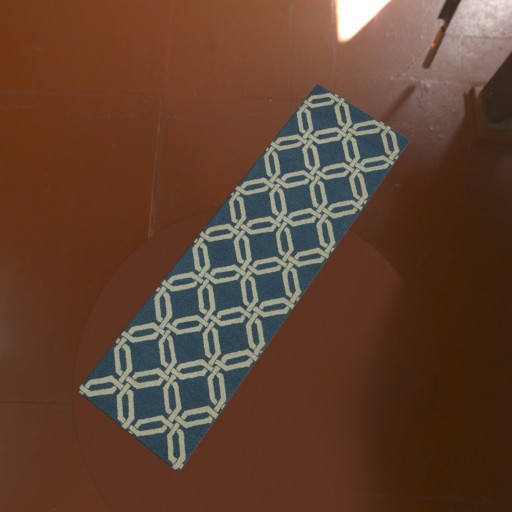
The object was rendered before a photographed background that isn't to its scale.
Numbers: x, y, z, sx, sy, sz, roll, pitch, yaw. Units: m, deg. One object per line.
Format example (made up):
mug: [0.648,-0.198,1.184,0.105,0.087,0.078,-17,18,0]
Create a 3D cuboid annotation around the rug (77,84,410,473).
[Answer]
rug: [0.000,0.000,2.501,0.678,0.014,2.276,35,78,9]
